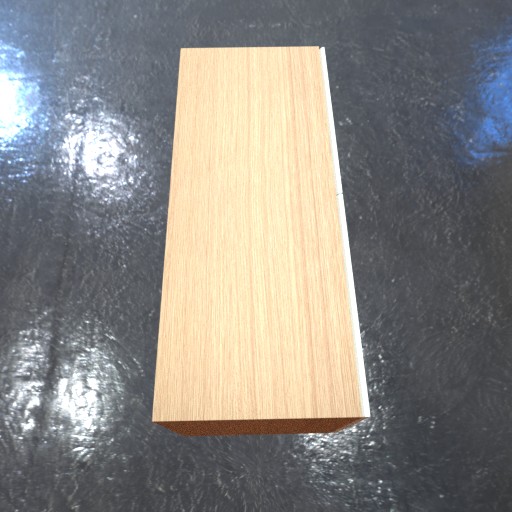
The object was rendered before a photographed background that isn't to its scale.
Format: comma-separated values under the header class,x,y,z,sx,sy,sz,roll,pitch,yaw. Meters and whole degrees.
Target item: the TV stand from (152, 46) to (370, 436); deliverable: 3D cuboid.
class,x,y,z,sx,sy,sz,roll,pitch,yaw
TV stand,0.000,0.000,1.334,0.407,0.660,0.991,-1,64,0
